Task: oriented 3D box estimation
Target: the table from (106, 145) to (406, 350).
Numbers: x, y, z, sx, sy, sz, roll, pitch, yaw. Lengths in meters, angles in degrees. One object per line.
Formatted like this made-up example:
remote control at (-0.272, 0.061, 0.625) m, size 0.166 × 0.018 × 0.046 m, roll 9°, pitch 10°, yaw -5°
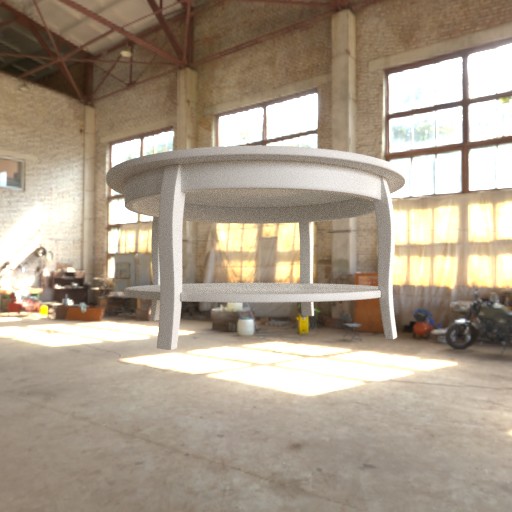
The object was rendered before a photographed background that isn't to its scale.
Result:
table at (0.000, 0.000, 1.415) m, size 0.910 × 0.457 × 0.910 m, roll 0°, pitch -2°, yaw 0°
